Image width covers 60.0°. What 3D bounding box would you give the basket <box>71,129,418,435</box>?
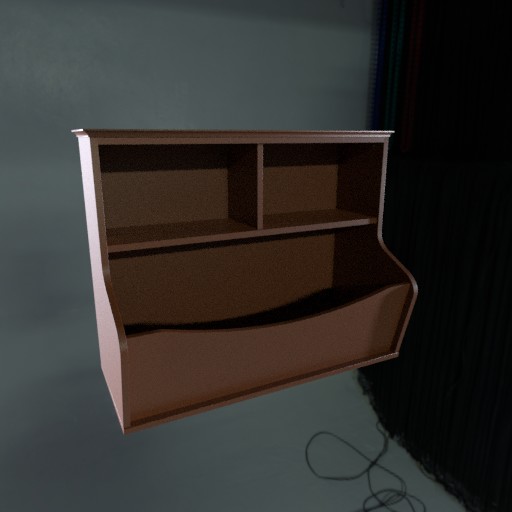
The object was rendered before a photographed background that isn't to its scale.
[{"bbox_3d":[0.000,0.000,1.145,0.792,0.625,0.376,-8,17,-26],"label":"basket"}]
